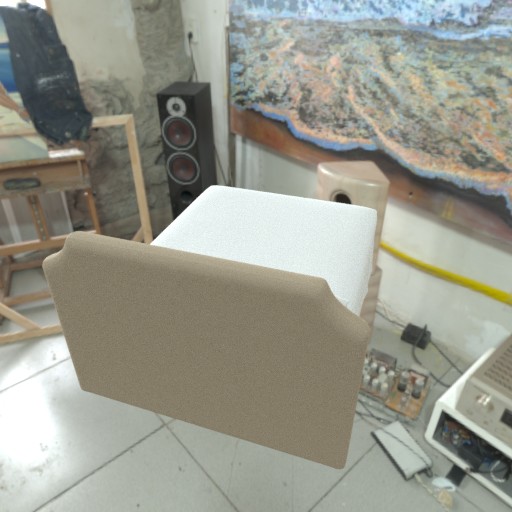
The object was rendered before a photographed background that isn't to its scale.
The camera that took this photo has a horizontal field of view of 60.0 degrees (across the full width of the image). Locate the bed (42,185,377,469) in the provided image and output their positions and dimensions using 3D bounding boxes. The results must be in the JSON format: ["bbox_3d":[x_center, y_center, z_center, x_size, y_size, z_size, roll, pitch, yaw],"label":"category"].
[{"bbox_3d":[0.000,0.000,3.333,1.828,1.301,2.204,11,35,16],"label":"bed"}]
